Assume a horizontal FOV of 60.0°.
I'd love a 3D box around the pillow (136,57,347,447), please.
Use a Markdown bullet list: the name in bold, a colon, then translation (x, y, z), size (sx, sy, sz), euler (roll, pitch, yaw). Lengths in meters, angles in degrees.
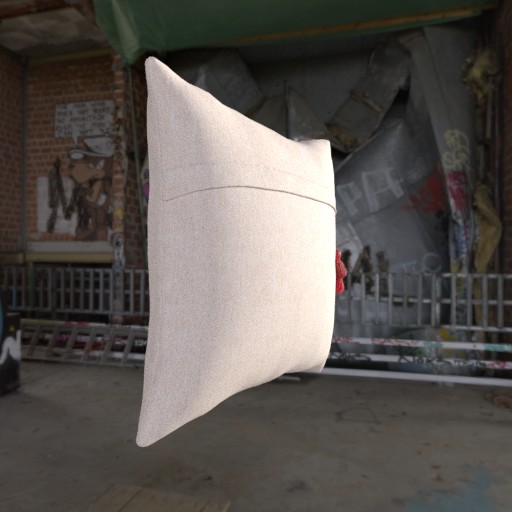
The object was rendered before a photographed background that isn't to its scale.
- **pillow**: translation (0.000, 0.000, 0.664), size (0.173, 0.436, 0.433), euler (0, 0, 36)
